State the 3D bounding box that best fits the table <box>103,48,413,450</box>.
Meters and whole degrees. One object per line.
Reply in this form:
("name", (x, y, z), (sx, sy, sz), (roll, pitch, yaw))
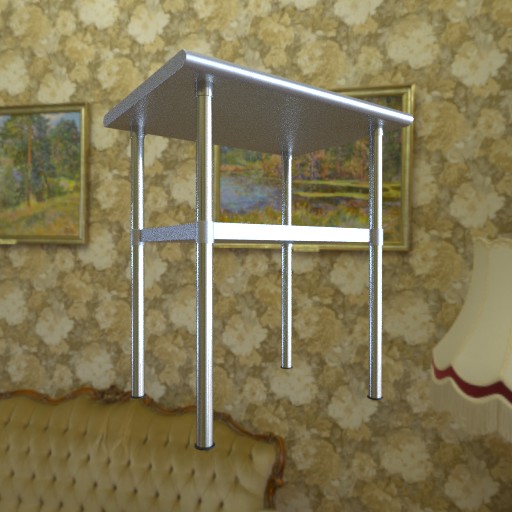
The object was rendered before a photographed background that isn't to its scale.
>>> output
("table", (0.000, 0.000, 1.374), (0.762, 0.876, 0.584), (0, 1, -35))
